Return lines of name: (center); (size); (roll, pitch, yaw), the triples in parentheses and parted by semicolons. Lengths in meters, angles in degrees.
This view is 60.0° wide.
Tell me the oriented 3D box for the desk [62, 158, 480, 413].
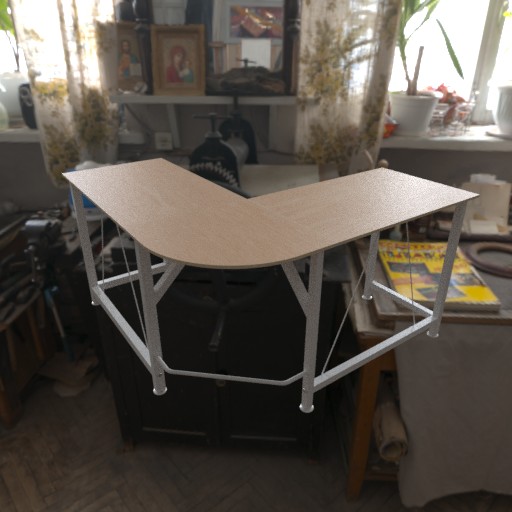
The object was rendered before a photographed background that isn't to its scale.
desk: (0.000, 0.000, 2.249); (1.400, 0.762, 1.400); (-18, 31, -31)
